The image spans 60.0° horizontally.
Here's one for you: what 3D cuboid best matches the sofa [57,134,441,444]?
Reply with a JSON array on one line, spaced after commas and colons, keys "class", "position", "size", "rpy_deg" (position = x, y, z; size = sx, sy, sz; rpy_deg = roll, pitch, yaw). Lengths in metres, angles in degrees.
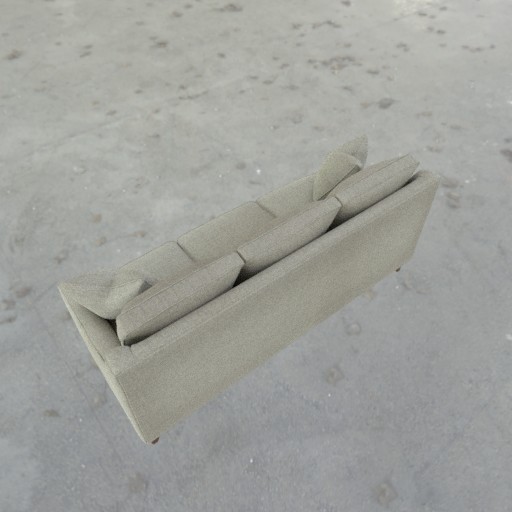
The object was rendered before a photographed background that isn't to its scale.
[{"class": "sofa", "position": [0.000, 0.000, 2.566], "size": [2.031, 0.914, 0.865], "rpy_deg": [-30, 53, -25]}]
